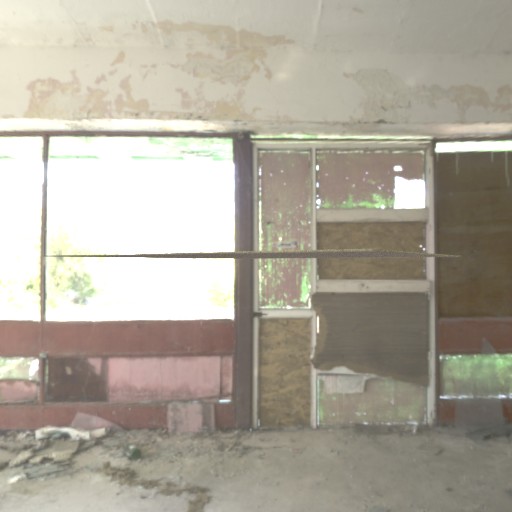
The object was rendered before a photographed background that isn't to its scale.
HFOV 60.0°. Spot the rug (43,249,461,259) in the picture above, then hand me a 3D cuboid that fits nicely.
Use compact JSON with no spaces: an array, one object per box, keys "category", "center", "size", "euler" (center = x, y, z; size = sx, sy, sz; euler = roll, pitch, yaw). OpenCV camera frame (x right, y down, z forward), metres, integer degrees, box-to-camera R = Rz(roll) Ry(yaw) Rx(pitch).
[{"category":"rug","center":[0.000,0.000,4.258],"size":[3.201,0.014,2.437],"euler":[-1,-1,35]}]
